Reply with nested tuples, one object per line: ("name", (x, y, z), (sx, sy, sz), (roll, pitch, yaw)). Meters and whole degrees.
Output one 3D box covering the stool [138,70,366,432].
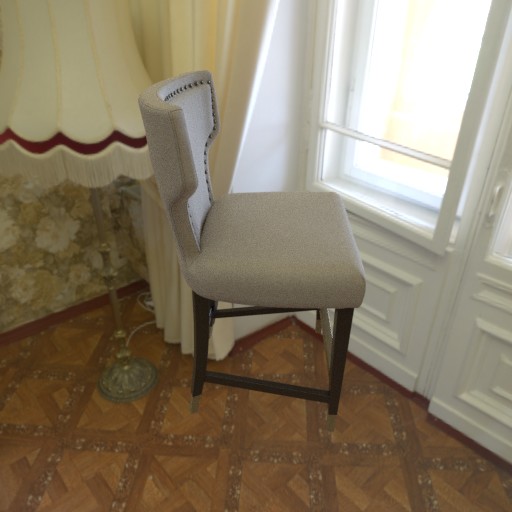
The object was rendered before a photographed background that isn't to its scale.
("stool", (0.000, 0.000, 1.342), (0.563, 0.982, 0.527), (1, 31, 2))
